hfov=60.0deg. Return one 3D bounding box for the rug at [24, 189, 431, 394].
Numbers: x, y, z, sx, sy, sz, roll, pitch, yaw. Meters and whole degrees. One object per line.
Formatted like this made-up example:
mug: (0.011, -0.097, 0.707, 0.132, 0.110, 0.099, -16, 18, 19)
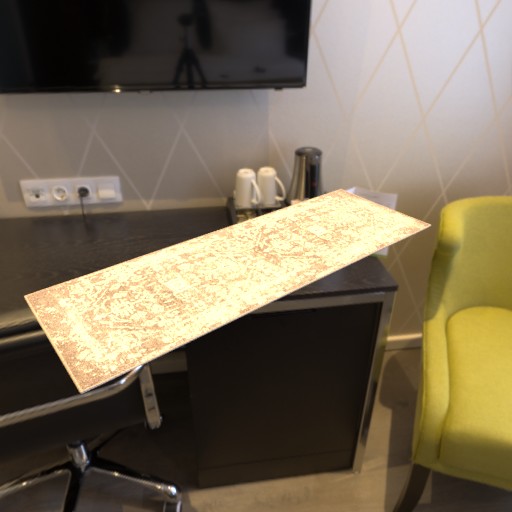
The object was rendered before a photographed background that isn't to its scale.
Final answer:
rug: (0.000, 0.000, 2.705, 2.452, 0.017, 0.855, -22, 37, -32)
